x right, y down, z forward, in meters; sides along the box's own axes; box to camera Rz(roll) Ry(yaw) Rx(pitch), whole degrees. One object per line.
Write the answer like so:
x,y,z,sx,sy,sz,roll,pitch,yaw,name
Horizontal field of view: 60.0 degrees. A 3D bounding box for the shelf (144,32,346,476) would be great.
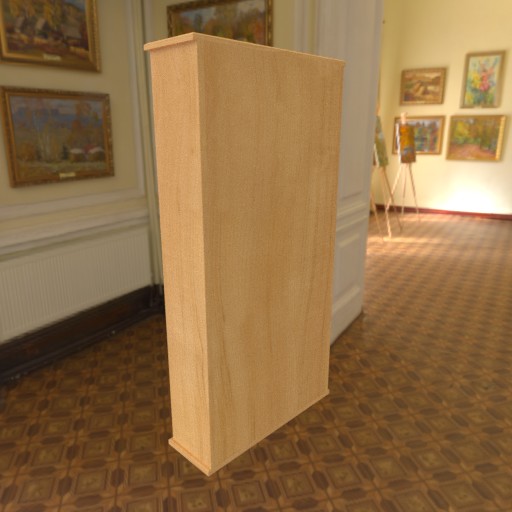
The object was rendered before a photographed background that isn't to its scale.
0.000,0.000,1.222,0.175,1.030,0.520,15,22,42,shelf
